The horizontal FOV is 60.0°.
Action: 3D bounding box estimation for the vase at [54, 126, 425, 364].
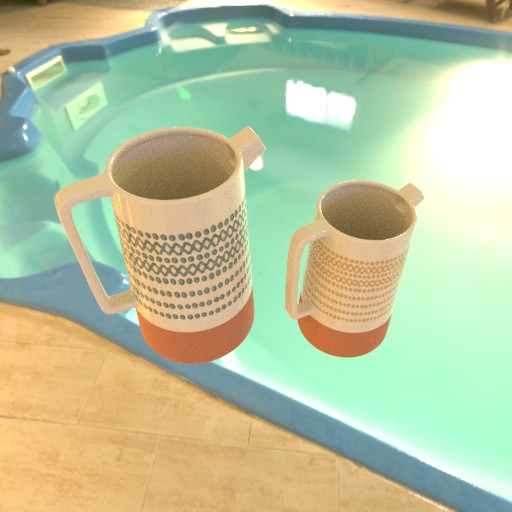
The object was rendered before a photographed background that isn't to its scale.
[{"bbox_3d":[0.000,0.000,0.476,0.326,0.247,0.168,9,46,9],"label":"vase"}]
